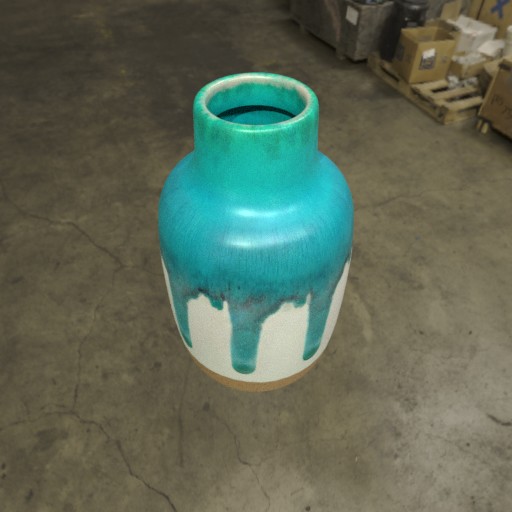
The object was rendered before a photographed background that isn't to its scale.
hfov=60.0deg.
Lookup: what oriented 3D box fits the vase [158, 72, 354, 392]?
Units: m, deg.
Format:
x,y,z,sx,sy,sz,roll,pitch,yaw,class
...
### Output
x,y,z,sx,sy,sz,roll,pitch,yaw,class
0.000,0.000,0.255,0.106,0.192,0.106,0,46,0,vase
